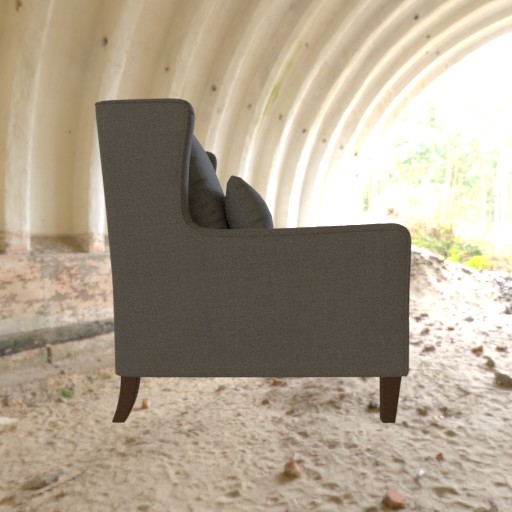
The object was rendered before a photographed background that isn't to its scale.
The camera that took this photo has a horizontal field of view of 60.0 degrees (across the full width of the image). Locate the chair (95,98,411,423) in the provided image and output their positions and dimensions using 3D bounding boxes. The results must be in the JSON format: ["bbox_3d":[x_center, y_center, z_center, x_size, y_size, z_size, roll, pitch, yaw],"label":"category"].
[{"bbox_3d":[0.000,0.000,1.792,1.040,1.056,0.866,0,1,0],"label":"chair"}]
